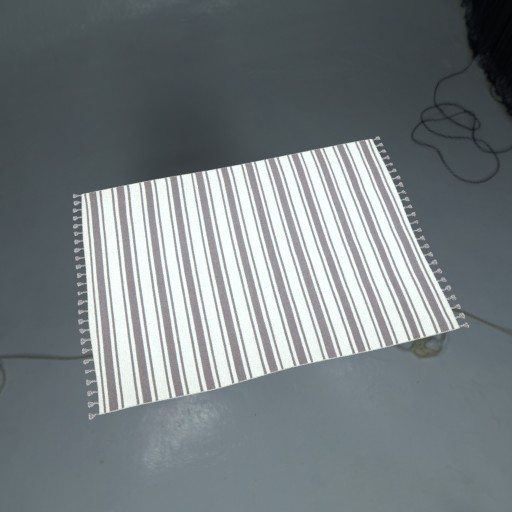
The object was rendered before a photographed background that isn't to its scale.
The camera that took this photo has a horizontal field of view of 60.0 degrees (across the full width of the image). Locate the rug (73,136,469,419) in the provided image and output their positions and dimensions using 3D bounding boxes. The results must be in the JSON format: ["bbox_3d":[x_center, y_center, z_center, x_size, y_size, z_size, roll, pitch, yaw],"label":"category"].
[{"bbox_3d":[0.000,0.000,3.820,3.040,0.017,2.030,-12,64,-6],"label":"rug"}]
